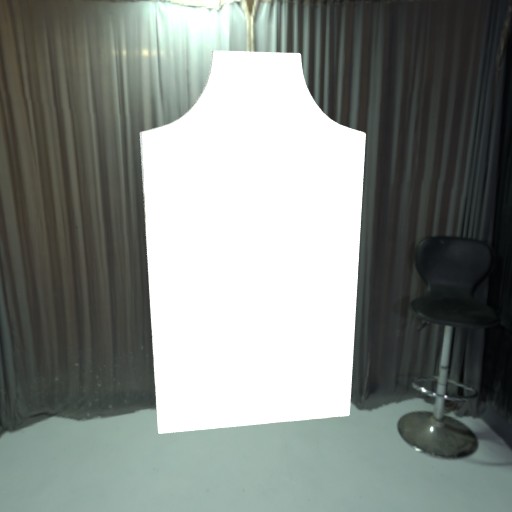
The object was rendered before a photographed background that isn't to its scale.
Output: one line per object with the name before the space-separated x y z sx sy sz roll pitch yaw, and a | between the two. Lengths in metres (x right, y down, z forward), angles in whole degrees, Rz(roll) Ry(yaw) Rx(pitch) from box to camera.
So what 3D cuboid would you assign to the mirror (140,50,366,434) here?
mirror | 0.000 0.000 0.847 0.403 0.717 0.022 -2 14 -9
